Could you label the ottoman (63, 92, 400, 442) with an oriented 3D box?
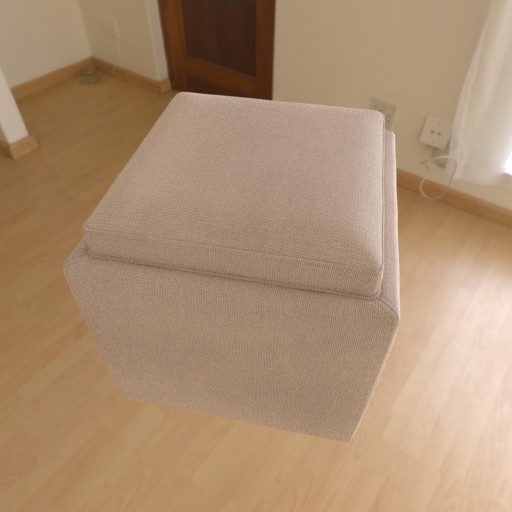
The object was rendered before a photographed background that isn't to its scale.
[{"bbox_3d":[0.000,0.000,0.808,0.450,0.460,0.451,8,46,8],"label":"ottoman"}]
